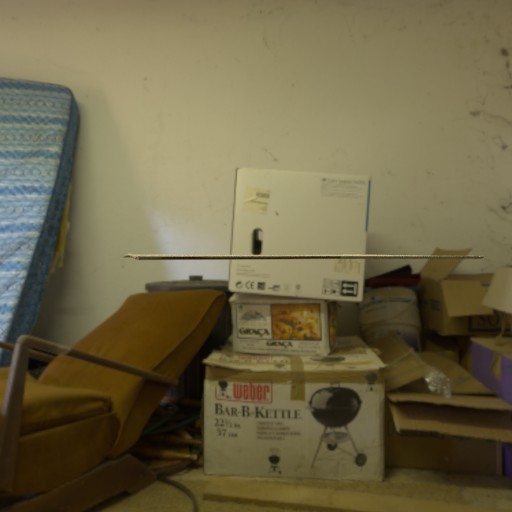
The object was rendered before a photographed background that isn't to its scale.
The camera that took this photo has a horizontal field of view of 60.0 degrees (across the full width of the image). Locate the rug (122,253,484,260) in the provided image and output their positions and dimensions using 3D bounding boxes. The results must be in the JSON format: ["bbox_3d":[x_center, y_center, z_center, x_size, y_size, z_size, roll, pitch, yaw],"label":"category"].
[{"bbox_3d":[0.000,0.000,4.341,2.434,0.045,3.202,0,0,-18],"label":"rug"}]
